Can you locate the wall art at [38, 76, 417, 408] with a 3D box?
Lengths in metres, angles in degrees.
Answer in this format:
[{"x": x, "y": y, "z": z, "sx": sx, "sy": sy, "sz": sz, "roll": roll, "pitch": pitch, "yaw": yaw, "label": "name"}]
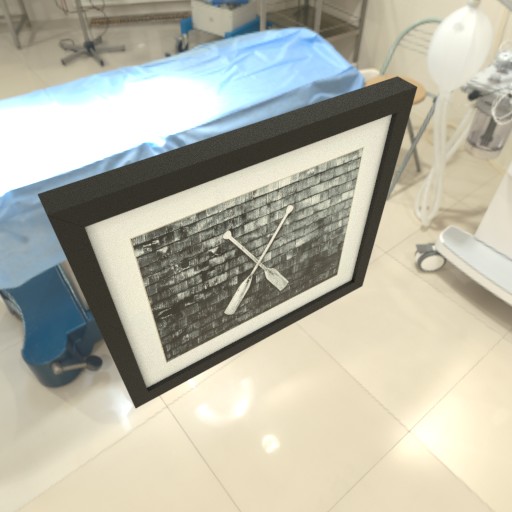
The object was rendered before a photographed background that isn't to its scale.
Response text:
[{"x": 0.000, "y": 0.000, "z": 0.524, "sx": 0.381, "sy": 0.330, "sz": 0.029, "roll": -25, "pitch": 52, "yaw": -21, "label": "wall art"}]
